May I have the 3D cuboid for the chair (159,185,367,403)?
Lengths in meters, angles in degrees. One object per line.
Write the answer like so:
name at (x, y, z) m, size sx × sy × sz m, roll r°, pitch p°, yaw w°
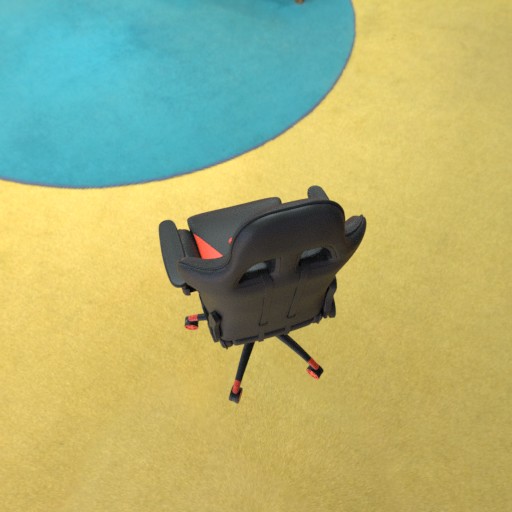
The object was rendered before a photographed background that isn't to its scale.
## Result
chair at (0.000, 0.000, 1.680) m, size 0.695 × 1.282 × 0.730 m, roll -14°, pitch 60°, yaw -9°
